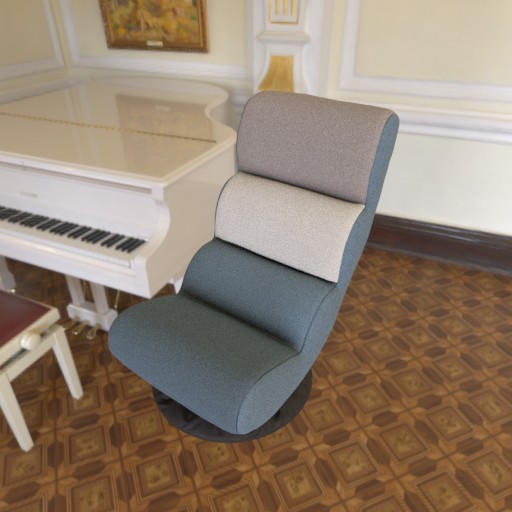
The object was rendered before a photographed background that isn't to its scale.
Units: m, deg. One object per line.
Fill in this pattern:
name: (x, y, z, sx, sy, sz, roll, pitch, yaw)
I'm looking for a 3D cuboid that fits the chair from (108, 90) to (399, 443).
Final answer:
chair: (0.000, 0.000, 1.073, 0.420, 0.641, 0.661, 21, 37, 30)
